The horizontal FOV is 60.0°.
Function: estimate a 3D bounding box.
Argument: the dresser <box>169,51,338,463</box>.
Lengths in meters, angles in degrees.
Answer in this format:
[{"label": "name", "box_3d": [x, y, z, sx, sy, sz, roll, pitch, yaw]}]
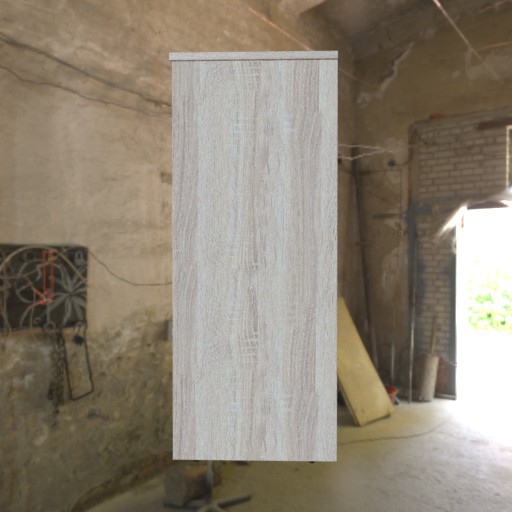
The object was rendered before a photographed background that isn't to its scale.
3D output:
[{"label": "dresser", "box_3d": [0.000, 0.000, 1.458, 0.380, 0.900, 0.980, 0, 1, 1]}]
